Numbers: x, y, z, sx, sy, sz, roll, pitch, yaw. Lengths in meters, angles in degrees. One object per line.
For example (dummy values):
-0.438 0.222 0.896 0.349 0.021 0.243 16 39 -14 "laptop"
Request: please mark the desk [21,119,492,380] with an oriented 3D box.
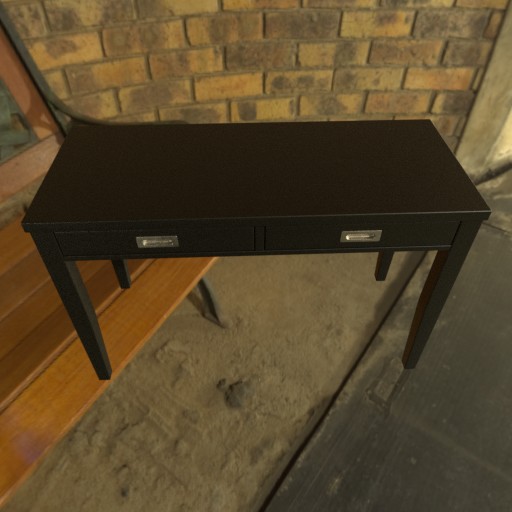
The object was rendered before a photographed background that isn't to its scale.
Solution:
0.000 0.000 1.593 1.220 0.775 0.508 -2 44 -2 "desk"
